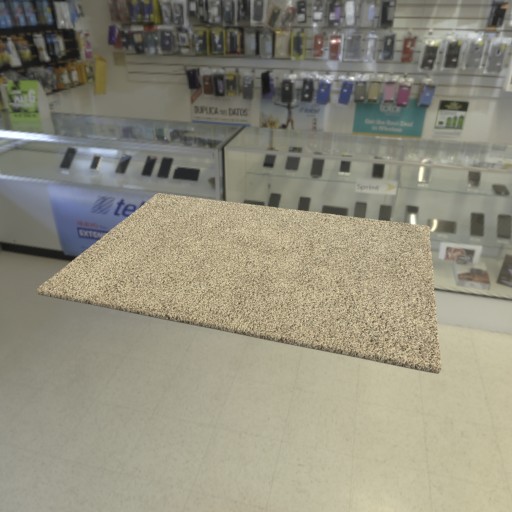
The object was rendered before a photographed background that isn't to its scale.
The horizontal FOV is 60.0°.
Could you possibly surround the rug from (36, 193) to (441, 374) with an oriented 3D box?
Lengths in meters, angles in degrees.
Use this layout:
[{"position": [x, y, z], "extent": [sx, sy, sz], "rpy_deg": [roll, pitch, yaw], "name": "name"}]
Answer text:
[{"position": [0.000, 0.000, 2.340], "extent": [1.778, 0.030, 1.219], "rpy_deg": [9, 32, 14], "name": "rug"}]
